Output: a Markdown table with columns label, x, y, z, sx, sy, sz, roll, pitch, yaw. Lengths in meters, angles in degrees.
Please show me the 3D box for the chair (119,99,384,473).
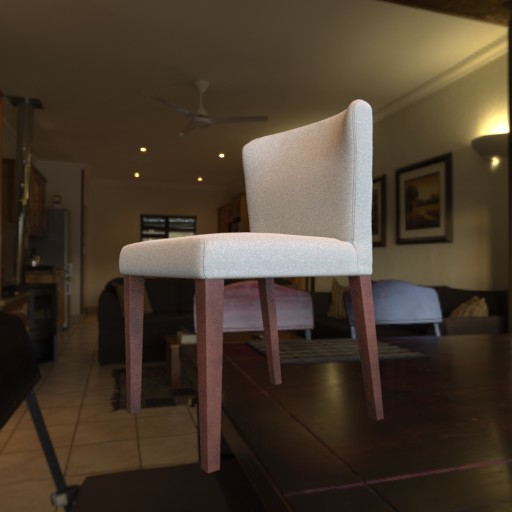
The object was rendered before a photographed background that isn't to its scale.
| label | x | y | z | sx | sy | sz | roll | pitch | yaw |
| --- | --- | --- | --- | --- | --- | --- | --- | --- | --- |
| chair | 0.000 | 0.000 | 1.182 | 0.592 | 0.839 | 0.491 | 1 | -1 | -36 |
